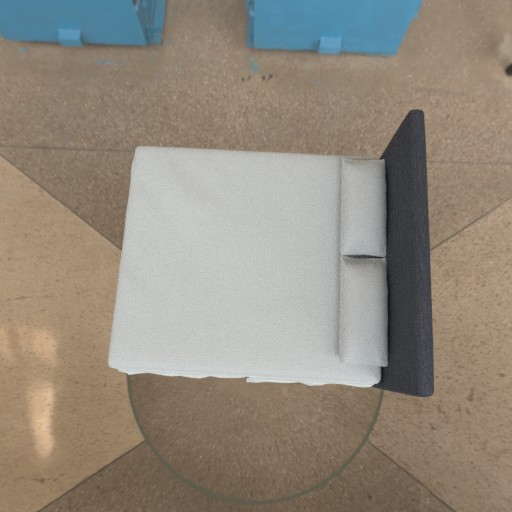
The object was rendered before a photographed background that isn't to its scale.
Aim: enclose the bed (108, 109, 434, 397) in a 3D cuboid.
[{"bbox_3d":[0.000,0.000,3.333,2.142,1.330,1.884,3,77,1],"label":"bed"}]
